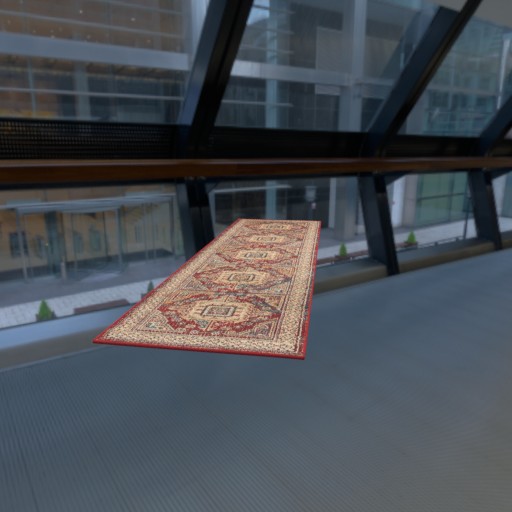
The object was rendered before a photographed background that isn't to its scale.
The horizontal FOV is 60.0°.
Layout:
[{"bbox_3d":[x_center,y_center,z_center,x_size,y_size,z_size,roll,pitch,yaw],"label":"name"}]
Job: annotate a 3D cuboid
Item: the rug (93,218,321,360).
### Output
[{"bbox_3d":[0.000,0.000,2.421,0.659,0.015,2.292,2,15,9],"label":"rug"}]
